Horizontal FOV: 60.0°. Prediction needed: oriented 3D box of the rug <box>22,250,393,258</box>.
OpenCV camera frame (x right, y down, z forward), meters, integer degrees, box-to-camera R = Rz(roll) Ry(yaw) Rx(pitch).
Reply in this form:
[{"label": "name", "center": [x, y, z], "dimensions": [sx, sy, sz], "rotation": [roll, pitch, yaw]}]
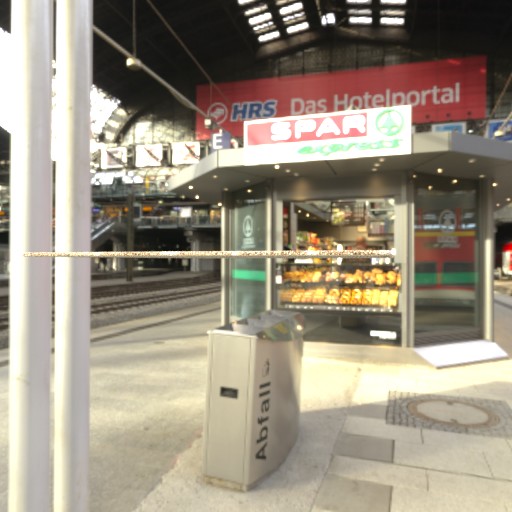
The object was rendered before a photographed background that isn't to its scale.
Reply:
[{"label": "rug", "center": [0.000, 0.000, 4.125], "dimensions": [2.438, 0.029, 3.047], "rotation": [0, -1, 17]}]
